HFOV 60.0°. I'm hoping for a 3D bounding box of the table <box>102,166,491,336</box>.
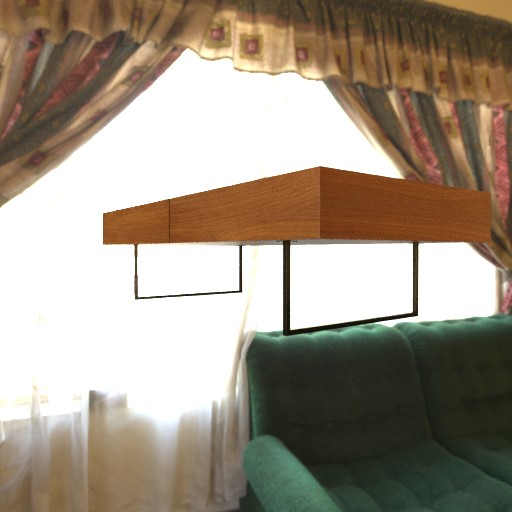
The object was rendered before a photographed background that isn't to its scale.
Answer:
[{"bbox_3d":[0.000,0.000,1.433,0.610,0.330,1.194,-1,1,-37],"label":"table"}]
